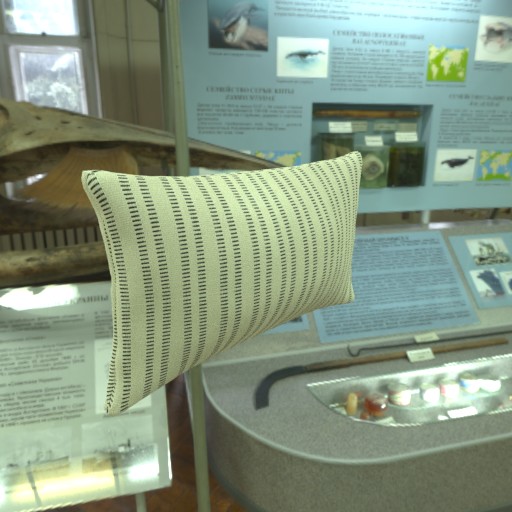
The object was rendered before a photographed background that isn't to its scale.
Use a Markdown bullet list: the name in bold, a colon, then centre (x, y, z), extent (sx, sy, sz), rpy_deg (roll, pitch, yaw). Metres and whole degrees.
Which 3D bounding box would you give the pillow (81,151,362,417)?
- **pillow**: centre (0.000, 0.000, 0.816), extent (0.210, 0.353, 0.640), rpy_deg (16, 23, 42)
